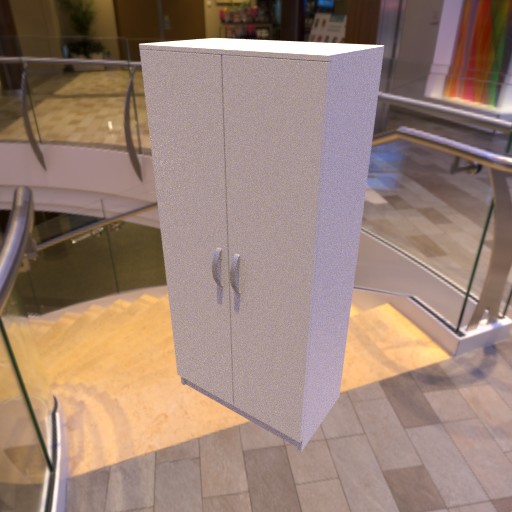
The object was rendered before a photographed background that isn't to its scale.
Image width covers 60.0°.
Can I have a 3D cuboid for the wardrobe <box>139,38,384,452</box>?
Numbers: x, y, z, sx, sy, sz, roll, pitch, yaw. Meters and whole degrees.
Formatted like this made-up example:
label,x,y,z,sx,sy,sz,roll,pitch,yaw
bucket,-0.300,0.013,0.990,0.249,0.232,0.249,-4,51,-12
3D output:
label,x,y,z,sx,sy,sz,roll,pitch,yaw
wardrobe,0.000,0.000,1.975,0.760,1.700,0.470,19,34,30
